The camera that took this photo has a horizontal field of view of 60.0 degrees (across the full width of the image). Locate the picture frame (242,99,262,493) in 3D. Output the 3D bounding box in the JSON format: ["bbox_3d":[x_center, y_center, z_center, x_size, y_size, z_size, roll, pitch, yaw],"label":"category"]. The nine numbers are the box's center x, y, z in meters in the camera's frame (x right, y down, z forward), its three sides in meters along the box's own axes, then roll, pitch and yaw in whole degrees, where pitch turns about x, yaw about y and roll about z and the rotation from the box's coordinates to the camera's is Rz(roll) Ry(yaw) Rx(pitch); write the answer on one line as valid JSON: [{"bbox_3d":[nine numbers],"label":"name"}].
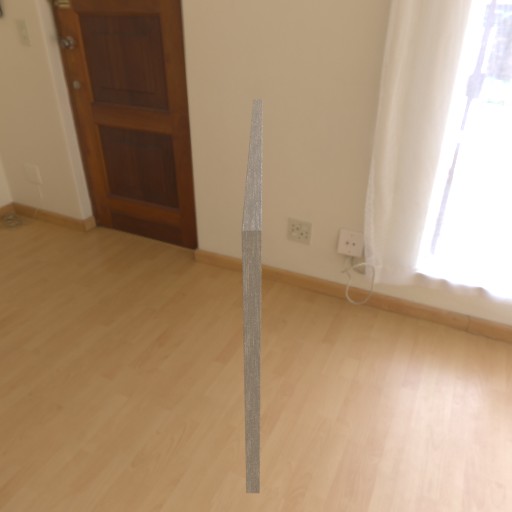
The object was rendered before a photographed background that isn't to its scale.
[{"bbox_3d":[0.000,0.000,1.213,0.029,0.640,0.950,0,30,1],"label":"picture frame"}]
